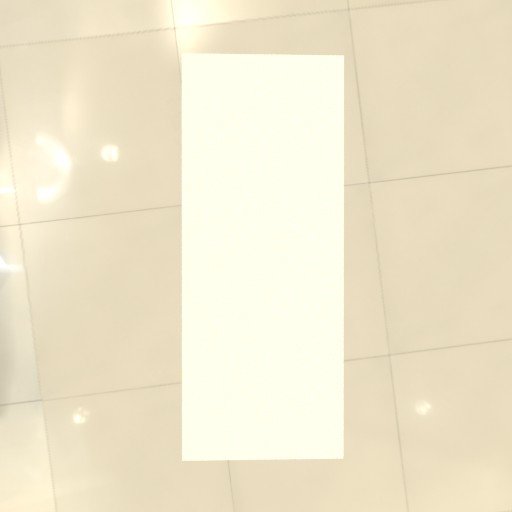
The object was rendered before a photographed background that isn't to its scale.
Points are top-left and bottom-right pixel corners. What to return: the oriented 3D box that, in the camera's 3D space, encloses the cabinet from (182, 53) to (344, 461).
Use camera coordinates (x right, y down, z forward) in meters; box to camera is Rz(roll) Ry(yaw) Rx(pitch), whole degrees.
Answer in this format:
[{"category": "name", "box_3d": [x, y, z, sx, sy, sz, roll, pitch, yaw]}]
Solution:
[{"category": "cabinet", "box_3d": [0.000, 0.000, 1.688, 0.400, 1.190, 1.000, 0, 90, -2]}]
